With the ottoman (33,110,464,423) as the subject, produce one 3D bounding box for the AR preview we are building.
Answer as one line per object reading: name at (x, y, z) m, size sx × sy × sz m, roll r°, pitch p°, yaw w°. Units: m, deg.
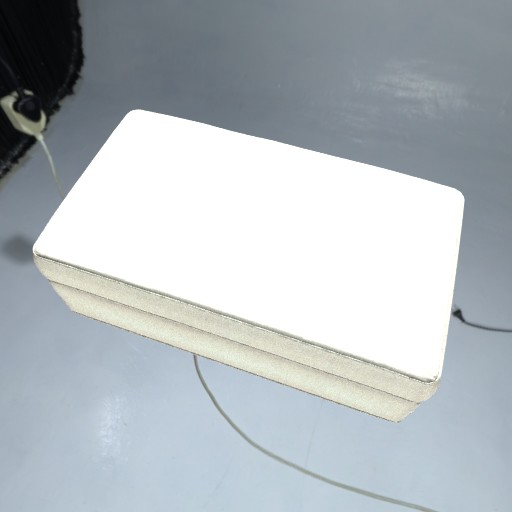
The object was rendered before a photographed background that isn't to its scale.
ottoman at (0.000, 0.000, 1.374) m, size 1.097 × 0.448 × 0.617 m, roll 17°, pitch 61°, yaw 10°
